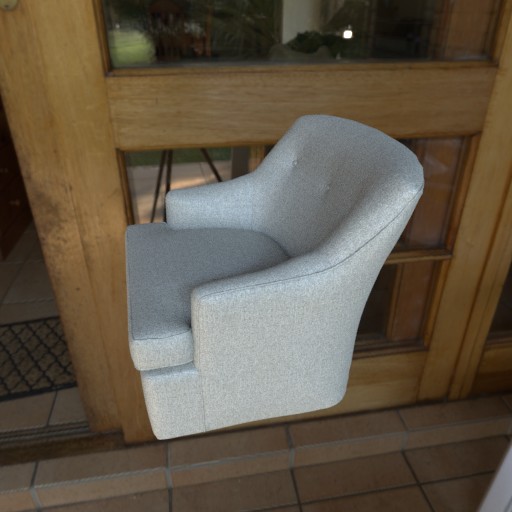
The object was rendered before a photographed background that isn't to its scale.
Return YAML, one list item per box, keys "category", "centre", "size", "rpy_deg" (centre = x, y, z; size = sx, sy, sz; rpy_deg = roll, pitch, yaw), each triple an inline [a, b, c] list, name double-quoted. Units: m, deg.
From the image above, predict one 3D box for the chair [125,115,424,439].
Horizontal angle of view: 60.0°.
- category: "chair"
  centre: [0.000, 0.000, 1.608]
  size: [0.923, 0.856, 0.864]
  rpy_deg: [-8, 30, -13]
